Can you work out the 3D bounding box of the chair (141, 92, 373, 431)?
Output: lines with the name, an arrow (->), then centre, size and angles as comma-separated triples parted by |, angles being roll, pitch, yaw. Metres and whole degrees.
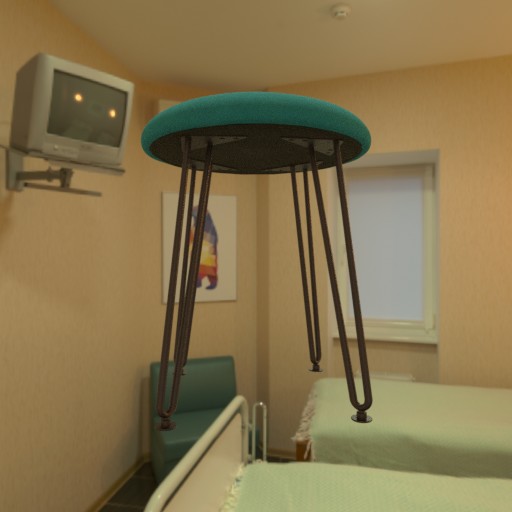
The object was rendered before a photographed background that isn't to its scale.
chair -> 0.000, 0.000, 0.696 | 0.350, 0.430, 0.350 | 0, 0, -18
